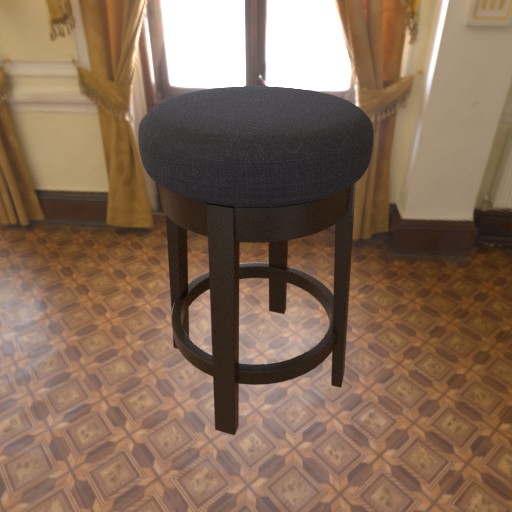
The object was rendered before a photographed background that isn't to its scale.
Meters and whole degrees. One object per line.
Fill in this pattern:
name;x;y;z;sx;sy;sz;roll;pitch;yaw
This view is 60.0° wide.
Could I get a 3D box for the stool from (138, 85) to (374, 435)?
stool;0.000;0.000;0.975;0.449;0.655;0.449;0;33;0
